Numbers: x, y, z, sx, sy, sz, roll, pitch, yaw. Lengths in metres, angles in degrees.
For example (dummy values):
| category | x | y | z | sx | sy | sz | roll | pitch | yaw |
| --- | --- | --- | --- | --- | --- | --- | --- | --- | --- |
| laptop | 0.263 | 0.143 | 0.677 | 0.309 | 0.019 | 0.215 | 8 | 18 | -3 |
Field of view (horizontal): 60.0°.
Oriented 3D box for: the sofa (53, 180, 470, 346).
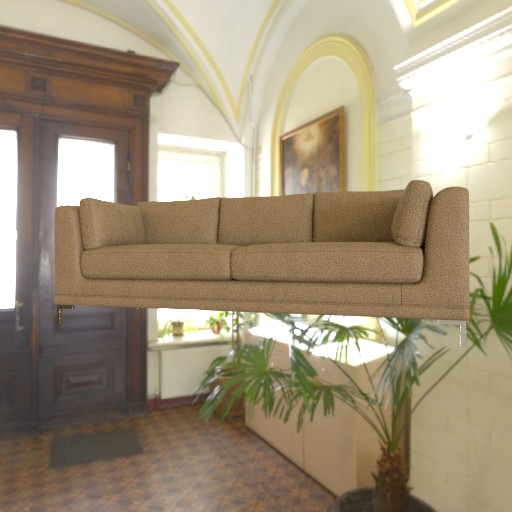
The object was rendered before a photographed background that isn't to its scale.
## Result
| category | x | y | z | sx | sy | sz | roll | pitch | yaw |
| --- | --- | --- | --- | --- | --- | --- | --- | --- | --- |
| sofa | 0.000 | 0.000 | 2.895 | 2.415 | 0.867 | 0.969 | 0 | 0 | 18 |
